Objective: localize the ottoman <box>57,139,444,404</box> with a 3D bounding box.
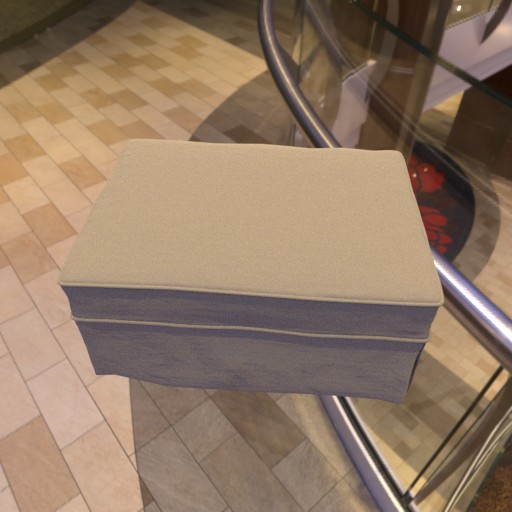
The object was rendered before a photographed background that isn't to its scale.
[{"bbox_3d":[0.000,0.000,1.362,0.944,0.479,0.703,3,45,3],"label":"ottoman"}]
